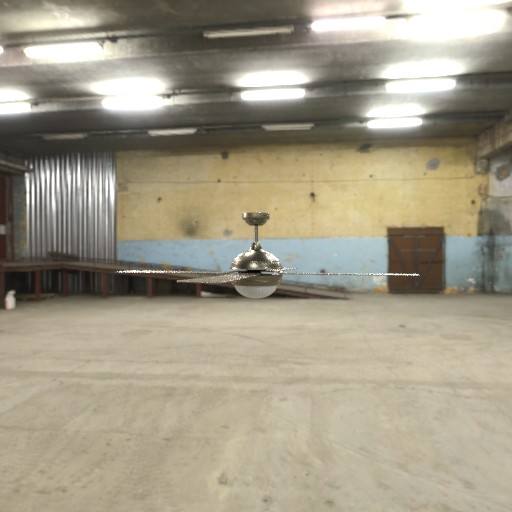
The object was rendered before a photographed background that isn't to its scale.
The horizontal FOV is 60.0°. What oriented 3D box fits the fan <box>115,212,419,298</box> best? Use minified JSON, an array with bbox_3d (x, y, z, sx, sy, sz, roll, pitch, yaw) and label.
[{"bbox_3d":[0.000,0.000,1.996,1.321,0.381,1.321,0,0,36],"label":"fan"}]
